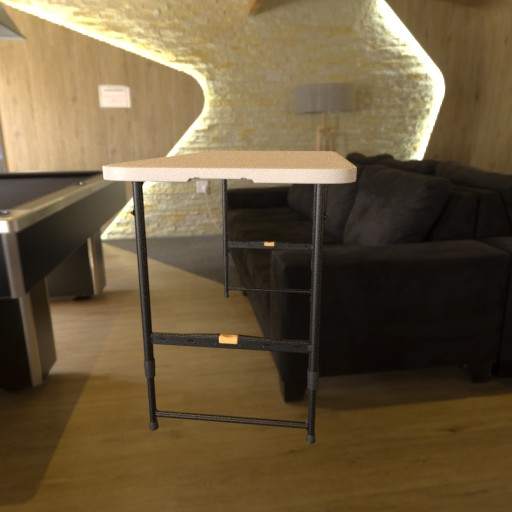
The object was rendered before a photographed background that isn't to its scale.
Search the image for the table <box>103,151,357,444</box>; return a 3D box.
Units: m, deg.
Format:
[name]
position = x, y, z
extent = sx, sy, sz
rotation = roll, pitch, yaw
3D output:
[table]
position = 0.000, 0.000, 1.671
extent = 0.611, 0.737, 1.245
rotation = 2, 15, 7
